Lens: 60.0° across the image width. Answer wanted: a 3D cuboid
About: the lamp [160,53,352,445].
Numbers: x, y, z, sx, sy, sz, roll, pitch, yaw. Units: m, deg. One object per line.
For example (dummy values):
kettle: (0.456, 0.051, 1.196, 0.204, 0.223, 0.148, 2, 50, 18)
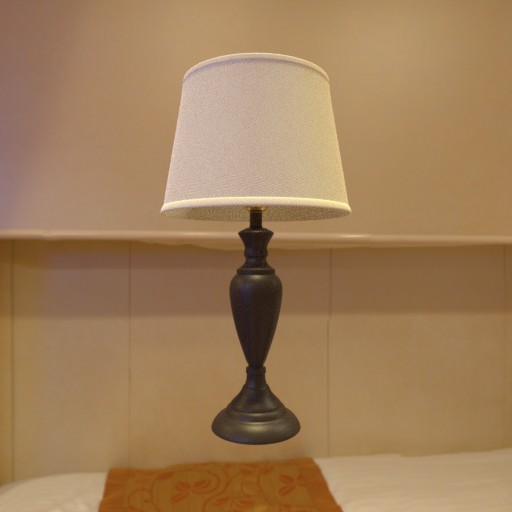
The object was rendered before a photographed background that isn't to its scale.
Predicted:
lamp: (0.000, 0.000, 0.794, 0.335, 0.611, 0.335, 0, 0, 0)
